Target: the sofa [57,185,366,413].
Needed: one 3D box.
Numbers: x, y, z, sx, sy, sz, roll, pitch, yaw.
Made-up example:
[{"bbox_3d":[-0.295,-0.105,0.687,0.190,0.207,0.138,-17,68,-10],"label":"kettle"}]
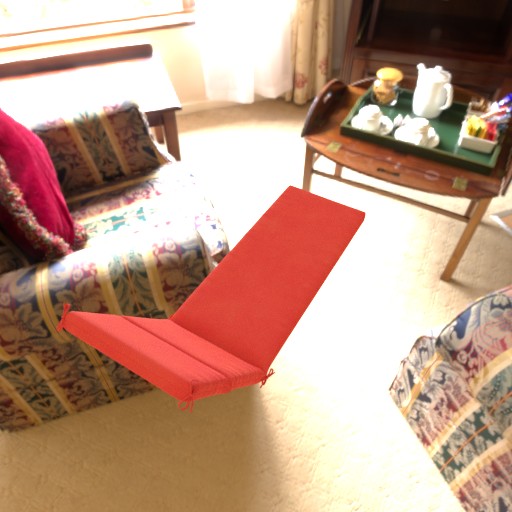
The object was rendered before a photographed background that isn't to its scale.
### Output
[{"bbox_3d":[0.000,0.000,2.020,0.582,0.622,1.663,24,51,21],"label":"sofa"}]
